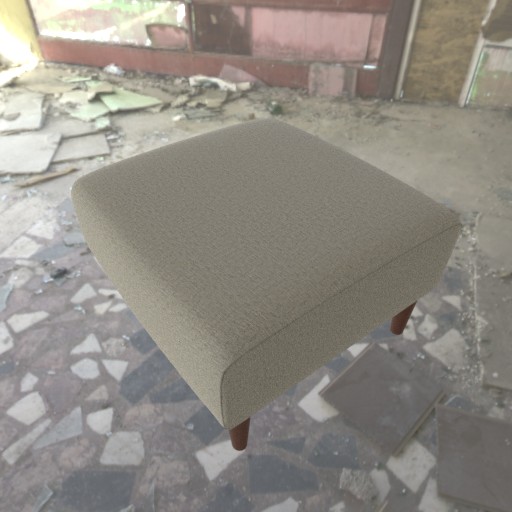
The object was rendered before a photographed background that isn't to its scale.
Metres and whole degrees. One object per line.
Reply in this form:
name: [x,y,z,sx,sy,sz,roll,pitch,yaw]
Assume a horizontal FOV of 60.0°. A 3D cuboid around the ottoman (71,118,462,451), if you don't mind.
ottoman: [0.000,0.000,1.083,0.648,0.399,0.655,-26,47,-27]
